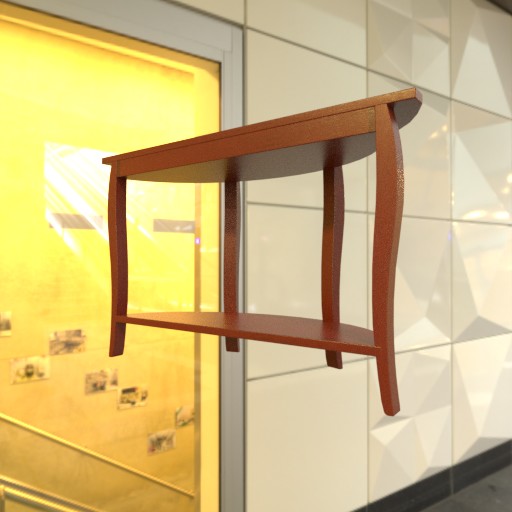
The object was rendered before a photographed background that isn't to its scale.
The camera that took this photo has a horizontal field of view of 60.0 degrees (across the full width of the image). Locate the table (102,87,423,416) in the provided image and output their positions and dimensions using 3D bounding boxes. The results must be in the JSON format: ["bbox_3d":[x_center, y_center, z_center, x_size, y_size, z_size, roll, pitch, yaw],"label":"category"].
[{"bbox_3d":[0.000,0.000,1.553,1.219,0.779,0.405,0,-1,36],"label":"table"}]
